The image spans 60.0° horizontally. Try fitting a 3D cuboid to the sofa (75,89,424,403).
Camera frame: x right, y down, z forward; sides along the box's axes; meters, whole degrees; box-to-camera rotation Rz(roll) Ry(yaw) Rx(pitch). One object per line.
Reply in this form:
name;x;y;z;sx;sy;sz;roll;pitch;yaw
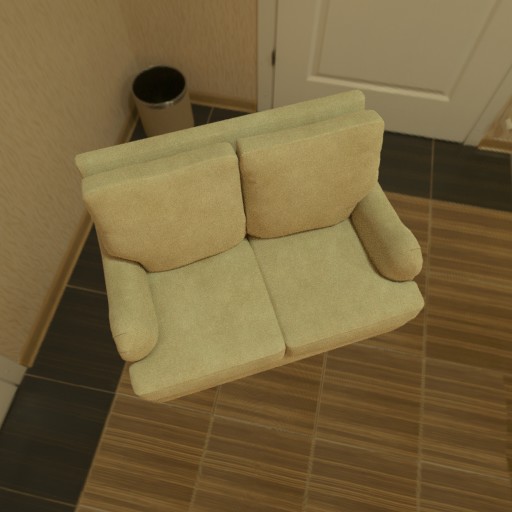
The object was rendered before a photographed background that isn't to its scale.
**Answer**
sofa;0.000;0.000;2.307;1.498;1.087;1.086;-16;65;-8
